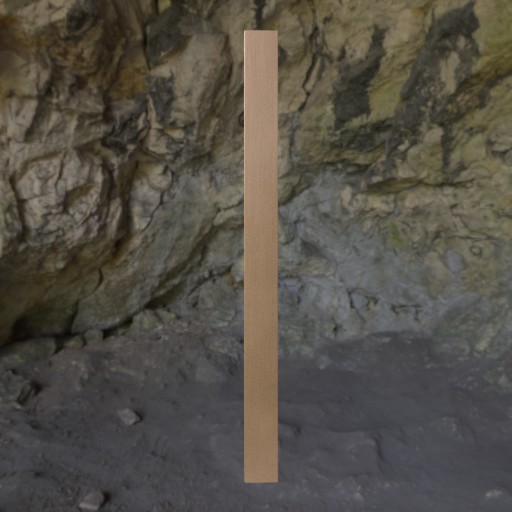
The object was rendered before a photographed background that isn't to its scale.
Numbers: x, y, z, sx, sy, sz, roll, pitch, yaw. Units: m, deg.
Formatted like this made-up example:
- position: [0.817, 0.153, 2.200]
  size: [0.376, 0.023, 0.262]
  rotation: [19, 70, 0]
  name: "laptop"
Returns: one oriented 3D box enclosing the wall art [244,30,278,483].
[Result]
- position: [0.000, 0.000, 0.757]
  size: [0.038, 0.511, 0.513]
  rotation: [0, 0, -1]
  name: "wall art"
